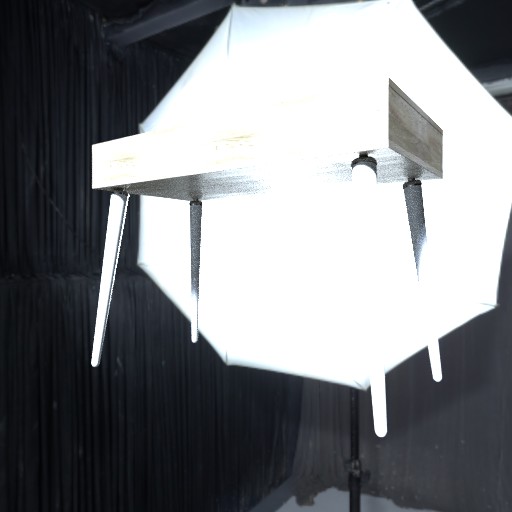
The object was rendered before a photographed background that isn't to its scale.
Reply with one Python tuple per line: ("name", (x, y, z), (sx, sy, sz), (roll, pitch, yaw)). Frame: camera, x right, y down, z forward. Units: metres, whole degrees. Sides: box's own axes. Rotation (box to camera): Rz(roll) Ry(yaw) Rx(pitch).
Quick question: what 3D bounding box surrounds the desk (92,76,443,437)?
("desk", (0.000, 0.000, 1.360), (0.979, 0.723, 0.491), (0, 1, 35))
